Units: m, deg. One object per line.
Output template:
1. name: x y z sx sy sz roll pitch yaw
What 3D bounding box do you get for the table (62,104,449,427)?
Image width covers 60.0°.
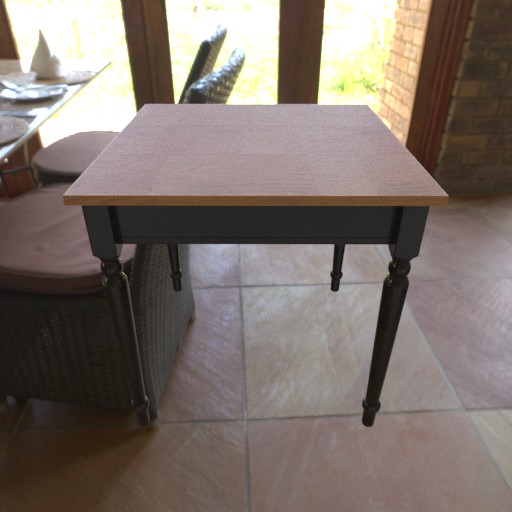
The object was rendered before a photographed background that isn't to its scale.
1. table: 0.000 0.000 1.366 0.747 0.738 0.747 0 32 0
